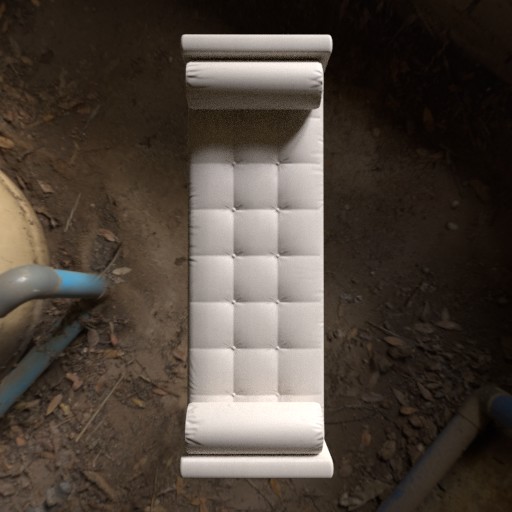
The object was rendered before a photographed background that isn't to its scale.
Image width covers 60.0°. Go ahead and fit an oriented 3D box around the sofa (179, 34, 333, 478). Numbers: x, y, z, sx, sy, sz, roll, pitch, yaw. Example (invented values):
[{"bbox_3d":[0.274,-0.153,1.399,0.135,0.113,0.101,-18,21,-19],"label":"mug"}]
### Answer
[{"bbox_3d":[0.000,0.000,2.268,0.686,0.635,1.981,0,89,0],"label":"sofa"}]
